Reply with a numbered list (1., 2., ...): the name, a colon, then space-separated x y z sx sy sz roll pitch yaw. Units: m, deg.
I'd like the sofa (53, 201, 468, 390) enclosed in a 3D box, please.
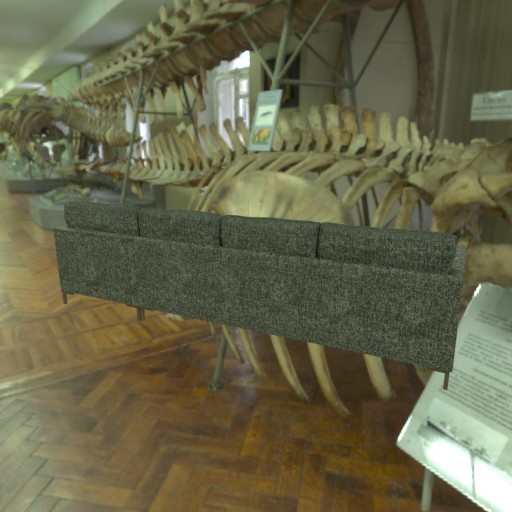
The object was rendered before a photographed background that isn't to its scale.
1. sofa: 0.000 0.000 3.966 3.384 0.970 1.488 7 17 25
